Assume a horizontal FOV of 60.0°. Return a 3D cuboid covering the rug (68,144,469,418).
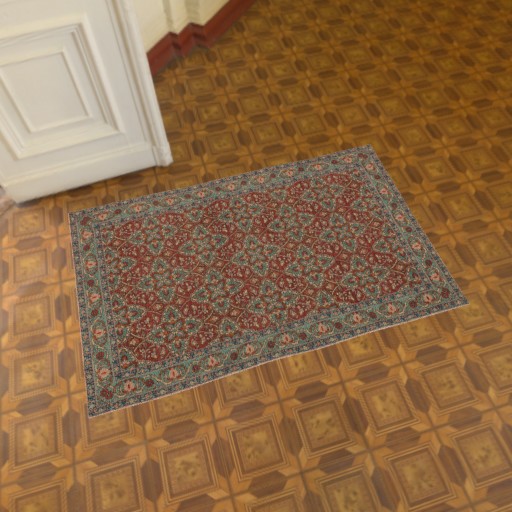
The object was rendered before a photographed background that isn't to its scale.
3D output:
[{"bbox_3d":[0.000,0.000,3.076,2.439,0.011,1.533,-15,59,-9],"label":"rug"}]
